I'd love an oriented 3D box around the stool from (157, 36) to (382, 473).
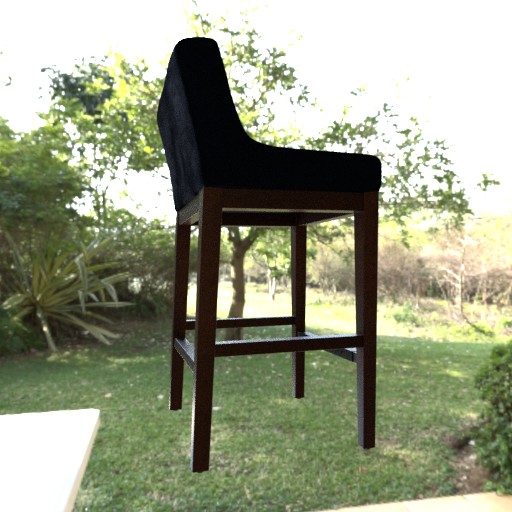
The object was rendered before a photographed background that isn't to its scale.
[{"bbox_3d":[0.000,0.000,1.231,0.516,0.945,0.511,0,-1,-17],"label":"stool"}]
